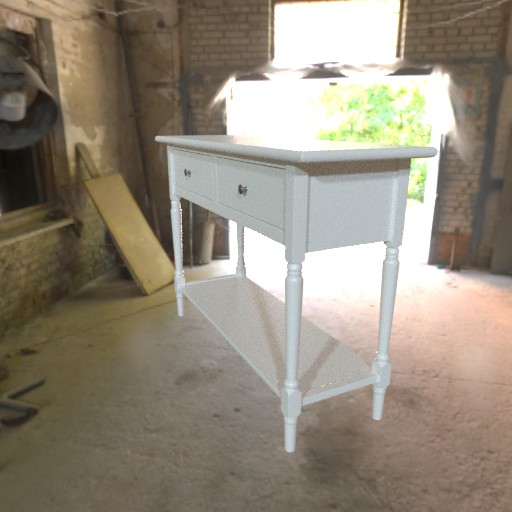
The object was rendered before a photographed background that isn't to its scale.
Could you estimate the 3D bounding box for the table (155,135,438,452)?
[{"bbox_3d":[0.000,0.000,1.605,0.386,0.814,1.191,-8,19,-25],"label":"table"}]
